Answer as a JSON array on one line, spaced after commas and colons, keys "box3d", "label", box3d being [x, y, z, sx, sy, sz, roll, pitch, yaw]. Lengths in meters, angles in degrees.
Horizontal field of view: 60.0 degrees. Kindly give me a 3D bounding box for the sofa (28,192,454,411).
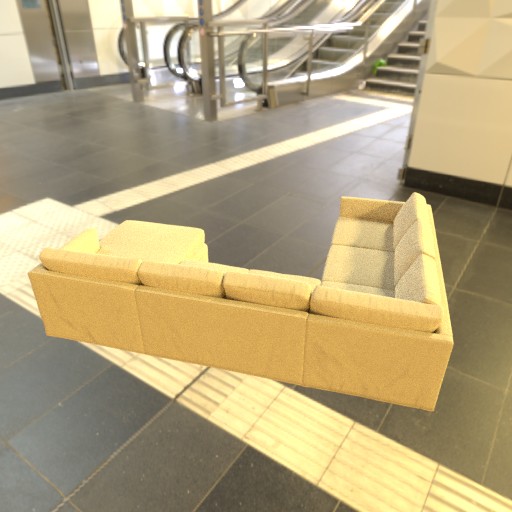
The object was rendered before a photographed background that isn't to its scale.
[{"box3d": [0.000, 0.000, 4.531, 3.460, 0.882, 2.427, 8, 31, 13], "label": "sofa"}]
